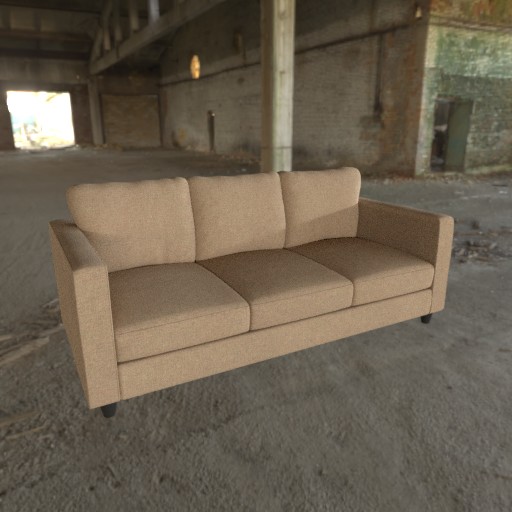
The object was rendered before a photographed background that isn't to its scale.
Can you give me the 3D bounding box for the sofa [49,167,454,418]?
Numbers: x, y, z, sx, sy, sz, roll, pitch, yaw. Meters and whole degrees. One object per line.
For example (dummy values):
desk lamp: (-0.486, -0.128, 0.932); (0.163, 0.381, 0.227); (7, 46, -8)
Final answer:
sofa: (0.000, 0.000, 2.290); (1.855, 0.800, 0.930); (-9, 19, -27)
